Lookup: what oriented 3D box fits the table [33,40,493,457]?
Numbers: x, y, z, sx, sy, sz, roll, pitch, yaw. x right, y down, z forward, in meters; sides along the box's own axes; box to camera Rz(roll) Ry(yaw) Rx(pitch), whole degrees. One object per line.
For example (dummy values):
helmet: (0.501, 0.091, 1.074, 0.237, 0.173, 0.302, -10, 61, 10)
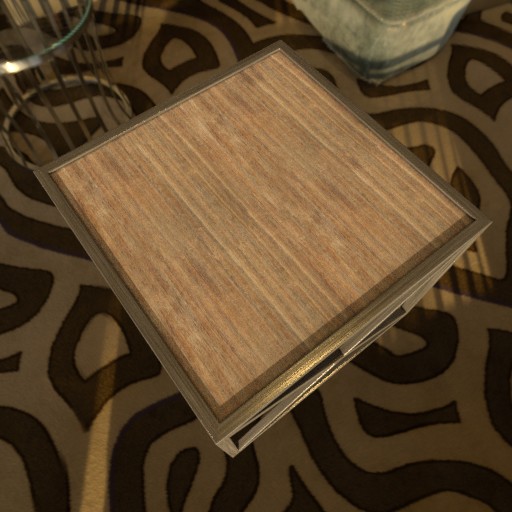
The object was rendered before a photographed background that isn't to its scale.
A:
table: (0.000, 0.000, 1.051, 0.611, 0.507, 0.609, -34, 69, -16)
